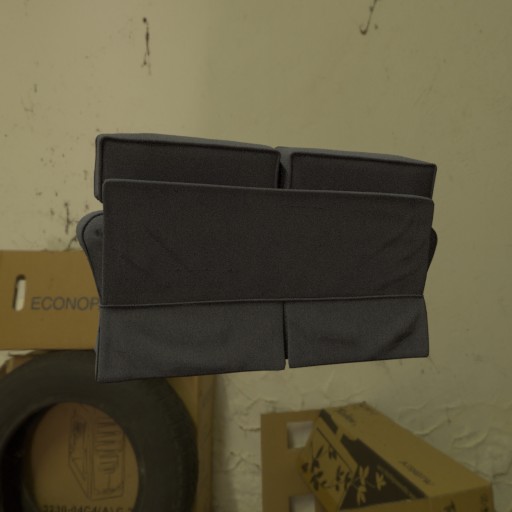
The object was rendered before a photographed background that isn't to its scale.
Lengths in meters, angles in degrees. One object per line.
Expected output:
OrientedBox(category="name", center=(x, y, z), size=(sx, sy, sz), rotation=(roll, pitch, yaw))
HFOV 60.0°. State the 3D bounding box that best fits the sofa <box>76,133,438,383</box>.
OrientedBox(category="sofa", center=(0.000, 0.000, 2.415), size=(1.801, 1.059, 0.997), rotation=(0, -1, -18))
